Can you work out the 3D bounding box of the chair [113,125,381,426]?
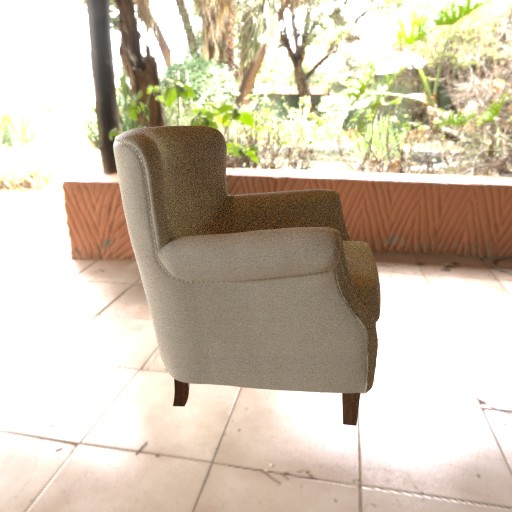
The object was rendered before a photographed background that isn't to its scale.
[{"bbox_3d":[0.000,0.000,1.683,0.921,0.936,0.861,3,18,10],"label":"chair"}]
